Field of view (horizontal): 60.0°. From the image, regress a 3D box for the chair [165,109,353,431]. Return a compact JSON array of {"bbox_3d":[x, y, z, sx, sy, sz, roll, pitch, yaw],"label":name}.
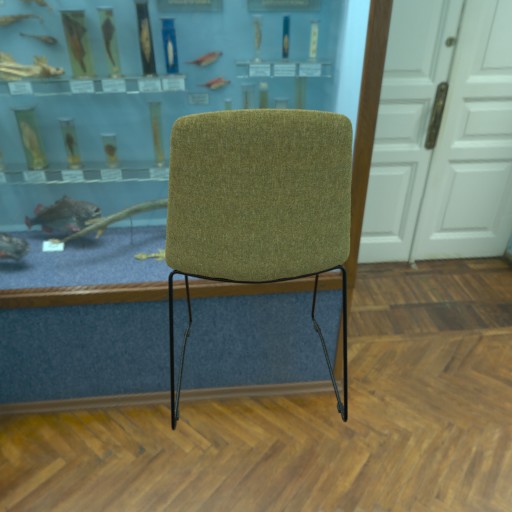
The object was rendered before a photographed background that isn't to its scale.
[{"bbox_3d":[0.000,0.000,1.155,0.479,0.849,0.496,-2,31,-3],"label":"chair"}]
